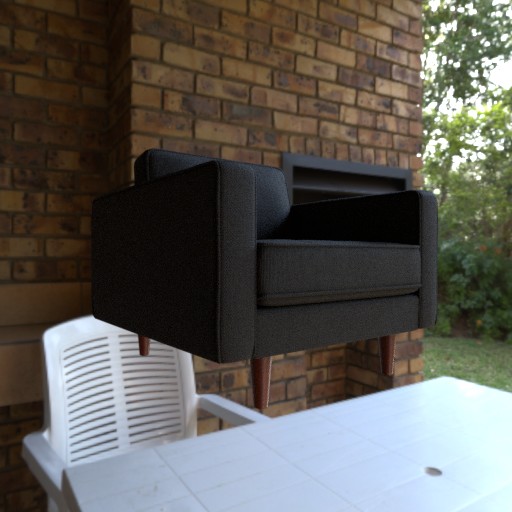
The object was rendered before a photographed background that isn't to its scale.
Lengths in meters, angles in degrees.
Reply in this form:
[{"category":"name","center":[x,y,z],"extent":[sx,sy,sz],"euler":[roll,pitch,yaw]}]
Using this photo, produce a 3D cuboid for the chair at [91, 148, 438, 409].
[{"category":"chair","center":[0.000,0.000,1.575],"extent":[0.899,0.770,0.919],"euler":[0,0,-37]}]
